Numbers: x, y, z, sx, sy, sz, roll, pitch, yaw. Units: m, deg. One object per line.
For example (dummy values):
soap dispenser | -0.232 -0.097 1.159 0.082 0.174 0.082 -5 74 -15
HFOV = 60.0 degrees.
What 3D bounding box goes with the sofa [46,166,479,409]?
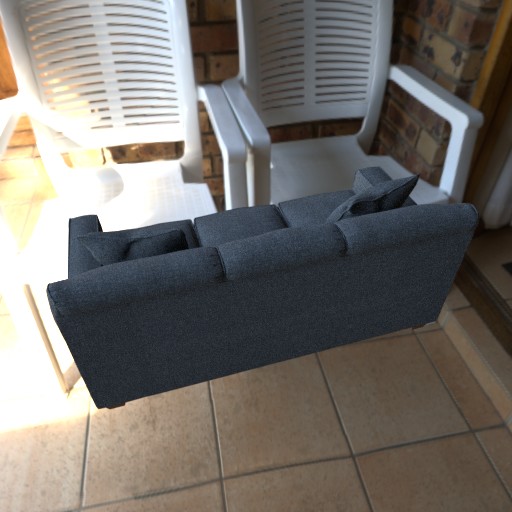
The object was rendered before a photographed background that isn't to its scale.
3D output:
sofa | 0.000 0.000 2.560 2.024 0.958 0.997 -12 43 -13
